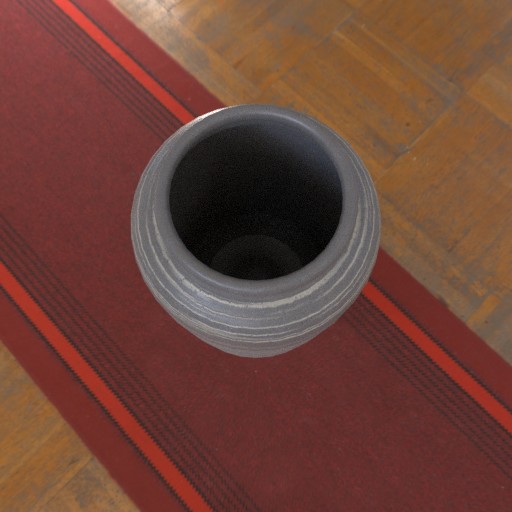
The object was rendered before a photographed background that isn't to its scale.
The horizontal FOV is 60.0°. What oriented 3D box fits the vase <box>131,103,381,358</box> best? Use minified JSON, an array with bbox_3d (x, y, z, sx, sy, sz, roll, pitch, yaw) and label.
[{"bbox_3d":[0.000,0.000,0.675,0.297,0.499,0.297,0,75,0],"label":"vase"}]
